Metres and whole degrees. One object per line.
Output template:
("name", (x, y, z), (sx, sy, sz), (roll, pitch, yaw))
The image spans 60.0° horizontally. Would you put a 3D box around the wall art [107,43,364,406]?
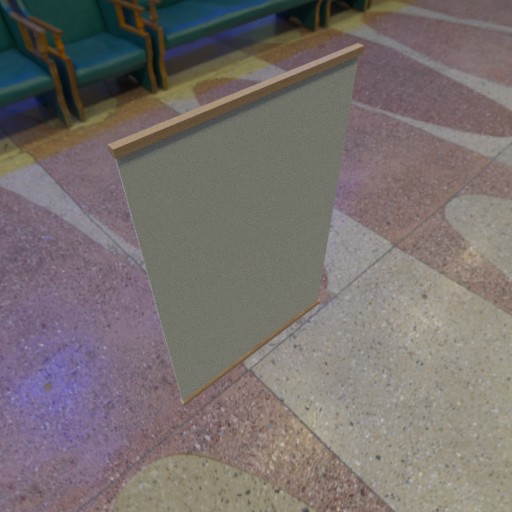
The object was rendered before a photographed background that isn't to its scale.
("wall art", (0.000, 0.000, 1.916), (0.990, 1.519, 0.030), (-32, 55, -26))
